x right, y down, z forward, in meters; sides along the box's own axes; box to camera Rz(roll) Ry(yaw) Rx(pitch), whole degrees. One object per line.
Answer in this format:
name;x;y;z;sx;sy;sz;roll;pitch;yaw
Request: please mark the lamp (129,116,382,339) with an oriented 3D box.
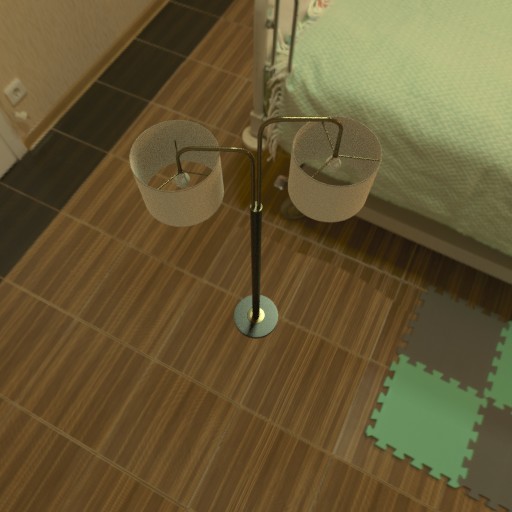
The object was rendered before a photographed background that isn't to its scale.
lamp;0.000;0.000;1.840;0.711;1.587;0.254;-2;64;-1
